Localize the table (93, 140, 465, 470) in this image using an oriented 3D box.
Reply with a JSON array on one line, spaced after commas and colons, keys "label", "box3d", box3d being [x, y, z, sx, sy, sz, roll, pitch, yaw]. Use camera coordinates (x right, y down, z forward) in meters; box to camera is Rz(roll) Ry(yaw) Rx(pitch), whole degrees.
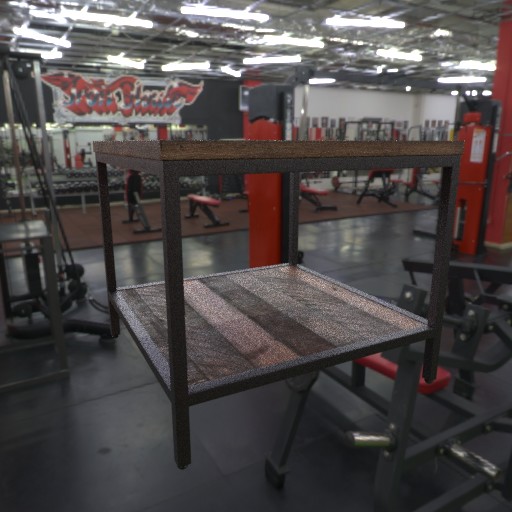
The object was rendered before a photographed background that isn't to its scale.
[{"label": "table", "box3d": [0.000, 0.000, 0.958, 0.553, 0.482, 0.548, -7, 16, -27]}]
